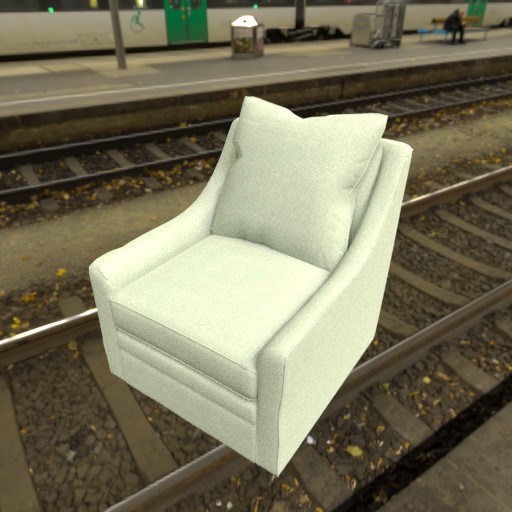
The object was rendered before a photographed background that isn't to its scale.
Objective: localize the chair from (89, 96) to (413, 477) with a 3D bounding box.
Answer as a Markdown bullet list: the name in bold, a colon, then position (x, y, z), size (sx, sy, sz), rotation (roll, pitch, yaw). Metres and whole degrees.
- **chair**: position (0.000, 0.000, 1.583), size (0.760, 0.926, 0.870), rotation (19, 36, 29)
